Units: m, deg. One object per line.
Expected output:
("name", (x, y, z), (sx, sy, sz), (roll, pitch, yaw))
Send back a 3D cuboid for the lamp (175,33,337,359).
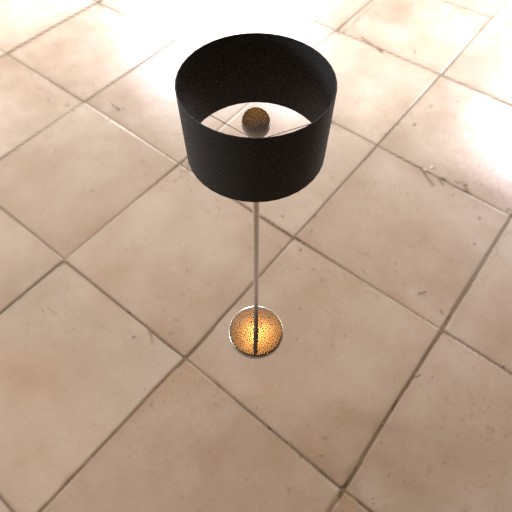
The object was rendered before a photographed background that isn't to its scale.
("lamp", (0.000, 0.000, 1.566), (0.348, 1.443, 0.348), (33, 64, 18))
